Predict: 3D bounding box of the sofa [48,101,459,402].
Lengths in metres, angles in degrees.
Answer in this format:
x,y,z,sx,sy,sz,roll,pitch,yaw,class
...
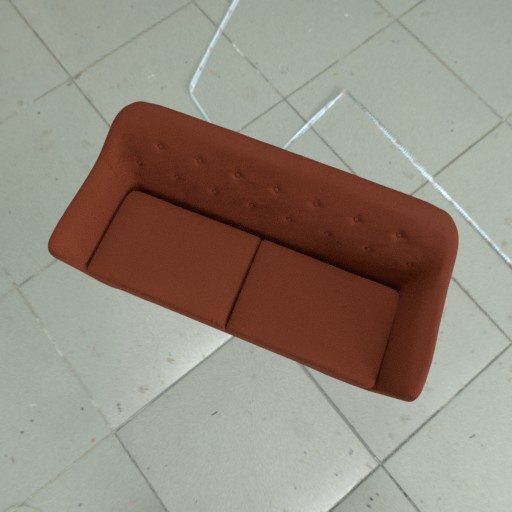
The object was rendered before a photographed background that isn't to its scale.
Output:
x,y,z,sx,sy,sz,roll,pitch,yaw,class
0.000,0.000,2.258,1.840,0.836,0.820,21,76,6,sofa
